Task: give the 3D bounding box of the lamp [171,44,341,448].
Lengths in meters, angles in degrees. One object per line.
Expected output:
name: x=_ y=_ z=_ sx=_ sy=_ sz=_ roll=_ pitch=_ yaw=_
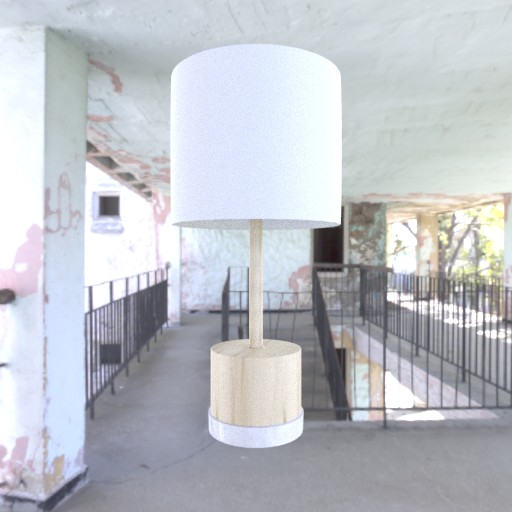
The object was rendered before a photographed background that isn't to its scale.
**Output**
lamp: x=0.000 y=0.000 z=0.604 sx=0.229 sy=0.470 sz=0.229 roll=0 pitch=0 yaw=18
